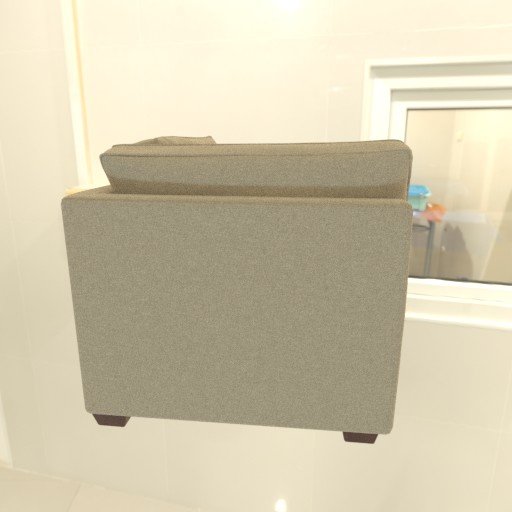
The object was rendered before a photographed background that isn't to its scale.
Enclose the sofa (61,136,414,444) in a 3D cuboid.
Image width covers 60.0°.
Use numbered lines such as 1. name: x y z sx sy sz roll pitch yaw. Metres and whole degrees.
1. sofa: 0.000 0.000 1.916 1.084 1.002 1.146 2 16 7
